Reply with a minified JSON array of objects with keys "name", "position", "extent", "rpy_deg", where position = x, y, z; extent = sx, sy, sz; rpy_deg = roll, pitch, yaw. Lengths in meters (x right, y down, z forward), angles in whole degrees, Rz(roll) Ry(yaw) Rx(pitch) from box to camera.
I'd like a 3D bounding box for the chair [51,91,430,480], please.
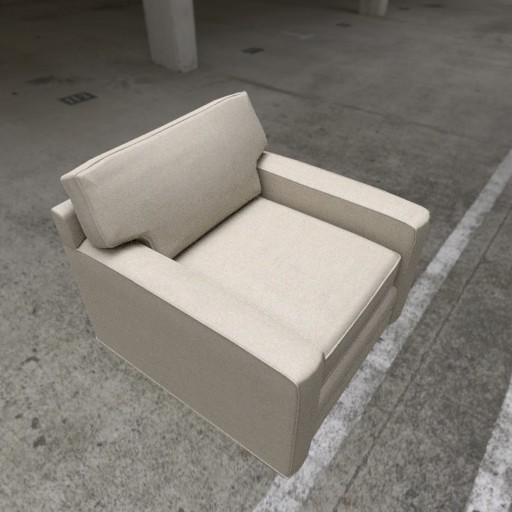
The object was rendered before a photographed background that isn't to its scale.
[{"name":"chair","position":[0.000,0.000,1.773],"extent":[1.043,0.913,0.998],"rpy_deg":[26,47,27]}]
